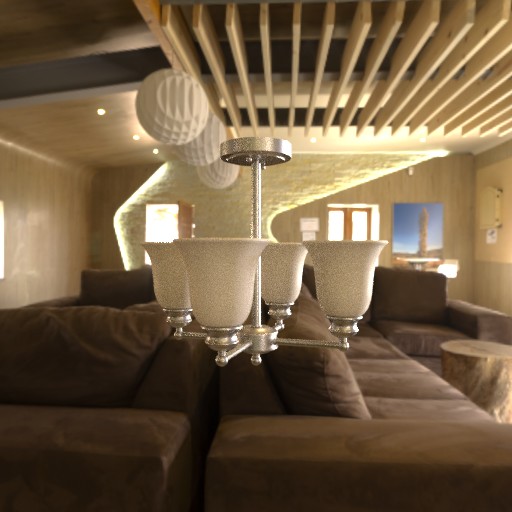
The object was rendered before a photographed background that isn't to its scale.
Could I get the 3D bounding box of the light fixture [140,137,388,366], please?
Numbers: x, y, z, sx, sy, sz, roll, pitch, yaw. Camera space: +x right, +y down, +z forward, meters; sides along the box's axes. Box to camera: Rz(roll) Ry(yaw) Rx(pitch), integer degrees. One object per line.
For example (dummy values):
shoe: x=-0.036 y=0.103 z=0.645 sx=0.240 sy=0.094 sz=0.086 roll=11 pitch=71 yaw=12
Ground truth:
light fixture: x=0.000 y=0.000 z=0.748 sx=0.427 sy=0.370 sz=0.427 roll=0 pitch=1 yaw=19
